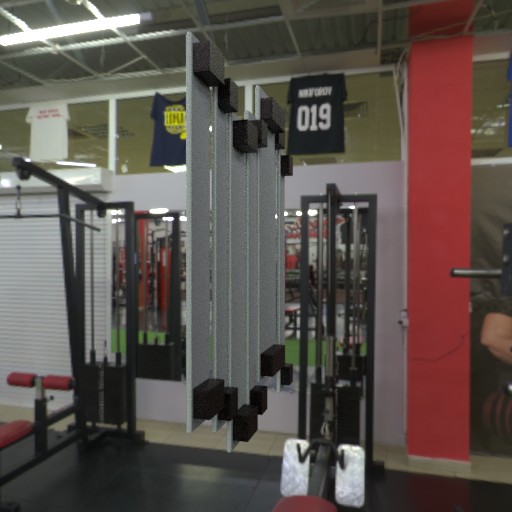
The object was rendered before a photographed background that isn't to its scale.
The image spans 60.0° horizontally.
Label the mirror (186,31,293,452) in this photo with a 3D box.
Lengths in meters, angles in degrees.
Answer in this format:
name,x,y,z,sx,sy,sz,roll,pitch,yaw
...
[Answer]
name,x,y,z,sx,sy,sz,roll,pitch,yaw
mirror,0.000,0.000,0.791,0.058,0.611,0.445,0,0,17
